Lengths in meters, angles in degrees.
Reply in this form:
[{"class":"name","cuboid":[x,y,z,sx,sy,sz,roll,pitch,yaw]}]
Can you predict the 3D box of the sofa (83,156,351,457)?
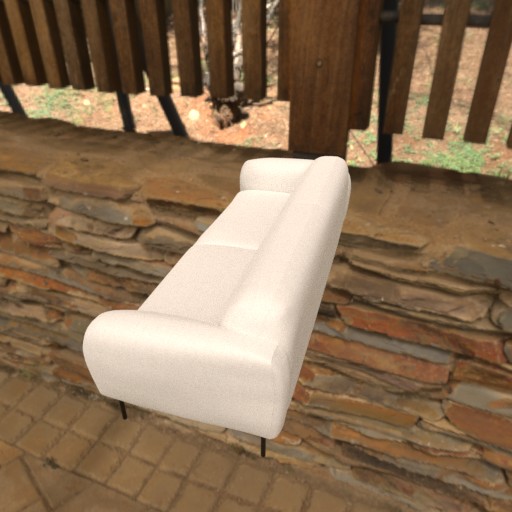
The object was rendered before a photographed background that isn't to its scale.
[{"class":"sofa","cuboid":[0.000,0.000,2.661,0.880,0.780,2.257,9,32,14]}]
